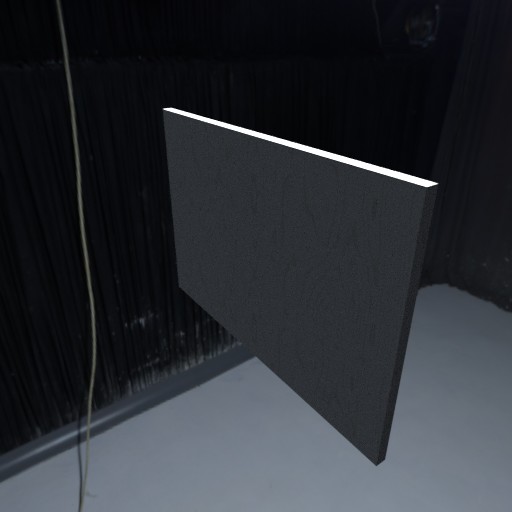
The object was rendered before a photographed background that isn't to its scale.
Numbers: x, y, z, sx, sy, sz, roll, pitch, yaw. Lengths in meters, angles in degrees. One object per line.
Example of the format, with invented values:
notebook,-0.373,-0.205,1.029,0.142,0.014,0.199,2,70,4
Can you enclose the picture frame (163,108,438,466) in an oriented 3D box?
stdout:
picture frame,0.000,0.000,1.184,0.029,0.640,0.950,-18,32,-31
